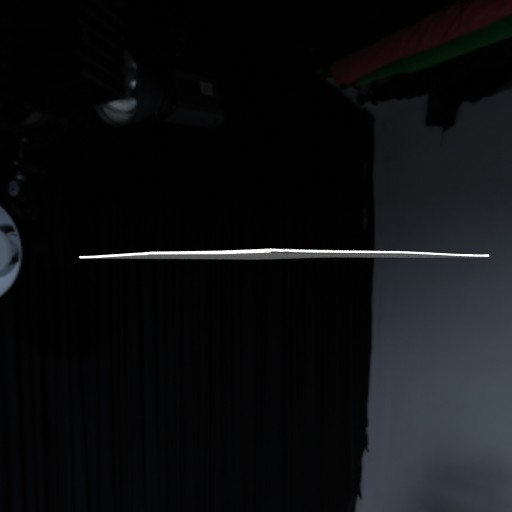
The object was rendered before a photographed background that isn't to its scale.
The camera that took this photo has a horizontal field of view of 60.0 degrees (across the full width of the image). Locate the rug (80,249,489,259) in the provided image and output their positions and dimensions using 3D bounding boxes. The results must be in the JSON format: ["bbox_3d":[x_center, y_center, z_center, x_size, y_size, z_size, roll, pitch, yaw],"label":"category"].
[{"bbox_3d":[0.000,0.000,3.678,2.032,0.038,2.869,1,-1,-37],"label":"rug"}]
